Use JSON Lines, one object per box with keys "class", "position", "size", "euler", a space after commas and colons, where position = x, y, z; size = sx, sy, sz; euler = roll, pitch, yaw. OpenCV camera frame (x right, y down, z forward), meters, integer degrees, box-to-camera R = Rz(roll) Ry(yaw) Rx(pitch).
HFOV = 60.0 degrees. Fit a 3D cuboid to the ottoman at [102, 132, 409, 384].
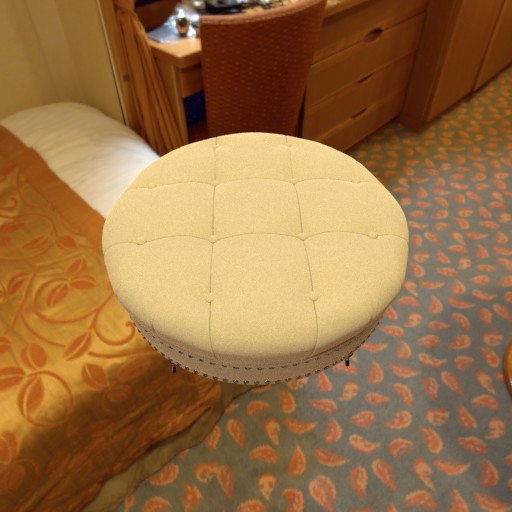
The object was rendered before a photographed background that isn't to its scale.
{"class": "ottoman", "position": [0.000, 0.000, 1.409], "size": [0.901, 0.439, 0.901], "euler": [0, 46, 0]}
